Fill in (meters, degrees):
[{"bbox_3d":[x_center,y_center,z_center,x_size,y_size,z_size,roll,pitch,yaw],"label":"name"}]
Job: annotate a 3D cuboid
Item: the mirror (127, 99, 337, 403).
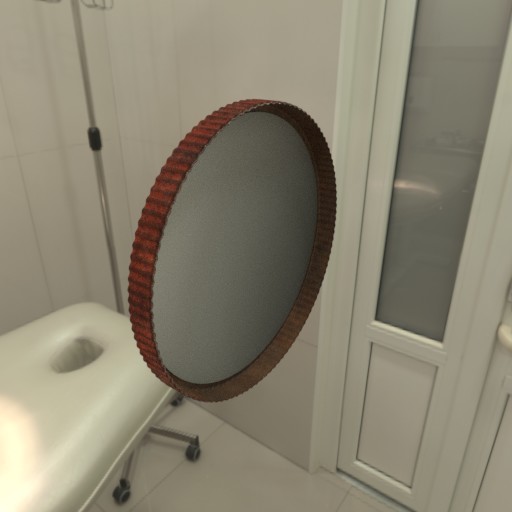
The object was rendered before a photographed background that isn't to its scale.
[{"bbox_3d":[0.000,0.000,0.914,0.056,0.609,0.609,17,30,33],"label":"mirror"}]
